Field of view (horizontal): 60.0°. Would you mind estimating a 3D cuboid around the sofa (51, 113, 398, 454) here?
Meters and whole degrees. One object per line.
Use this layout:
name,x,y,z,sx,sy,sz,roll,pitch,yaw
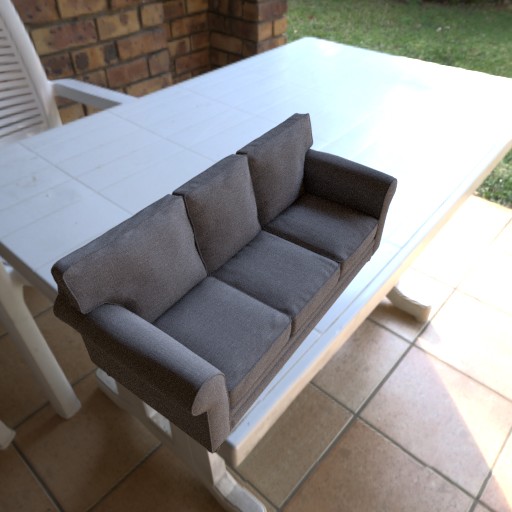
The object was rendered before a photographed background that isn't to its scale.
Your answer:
sofa,0.000,0.000,2.635,0.916,0.961,2.084,25,47,26
